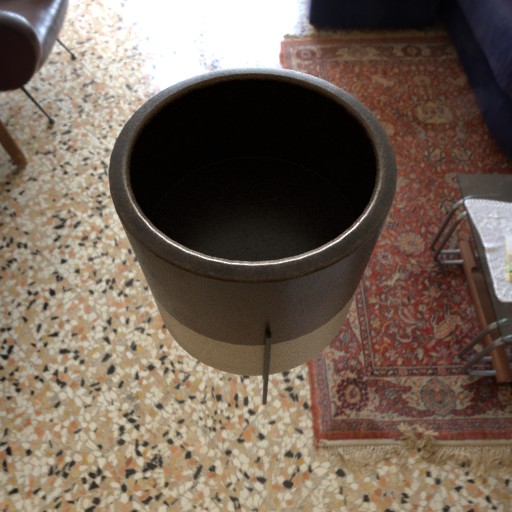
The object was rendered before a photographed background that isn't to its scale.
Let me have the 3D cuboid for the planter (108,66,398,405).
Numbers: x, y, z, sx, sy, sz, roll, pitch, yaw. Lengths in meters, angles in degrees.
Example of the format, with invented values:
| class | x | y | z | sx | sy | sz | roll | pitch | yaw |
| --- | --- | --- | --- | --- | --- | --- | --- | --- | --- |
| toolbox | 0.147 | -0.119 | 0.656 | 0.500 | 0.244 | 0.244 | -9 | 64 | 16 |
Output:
| class | x | y | z | sx | sy | sz | roll | pitch | yaw |
| --- | --- | --- | --- | --- | --- | --- | --- | --- | --- |
| planter | 0.000 | 0.000 | 0.725 | 0.354 | 0.465 | 0.345 | -32 | 63 | -18 |
